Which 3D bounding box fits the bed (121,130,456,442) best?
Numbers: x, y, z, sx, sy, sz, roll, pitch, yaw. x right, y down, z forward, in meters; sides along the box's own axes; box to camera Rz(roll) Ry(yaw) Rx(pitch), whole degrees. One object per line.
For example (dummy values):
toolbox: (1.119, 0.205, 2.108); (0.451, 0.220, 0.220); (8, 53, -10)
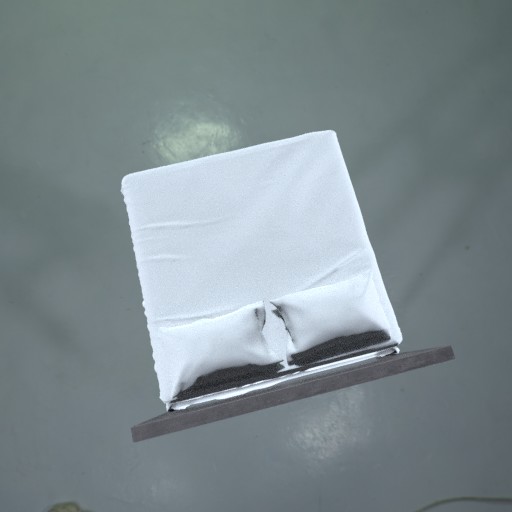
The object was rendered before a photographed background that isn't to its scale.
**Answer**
bed: (0.000, 0.000, 2.902); (1.772, 1.142, 1.785); (-13, 75, -4)
